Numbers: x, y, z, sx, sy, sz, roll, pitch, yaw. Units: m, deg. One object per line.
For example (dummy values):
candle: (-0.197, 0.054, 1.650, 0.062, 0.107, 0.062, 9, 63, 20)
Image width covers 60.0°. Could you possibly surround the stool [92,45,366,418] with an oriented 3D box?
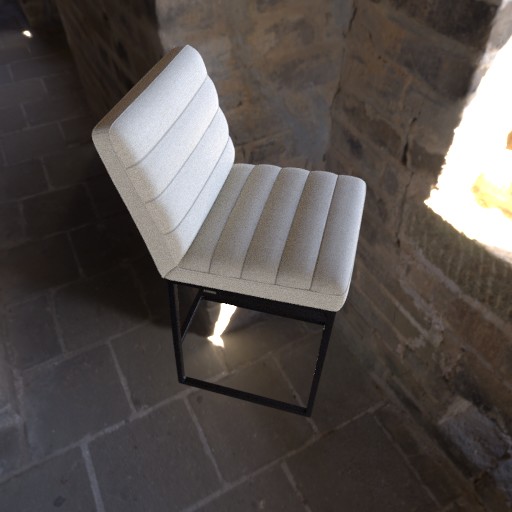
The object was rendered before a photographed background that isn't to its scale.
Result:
stool: (0.000, 0.000, 1.336, 0.560, 1.040, 0.460, 11, 48, 10)
